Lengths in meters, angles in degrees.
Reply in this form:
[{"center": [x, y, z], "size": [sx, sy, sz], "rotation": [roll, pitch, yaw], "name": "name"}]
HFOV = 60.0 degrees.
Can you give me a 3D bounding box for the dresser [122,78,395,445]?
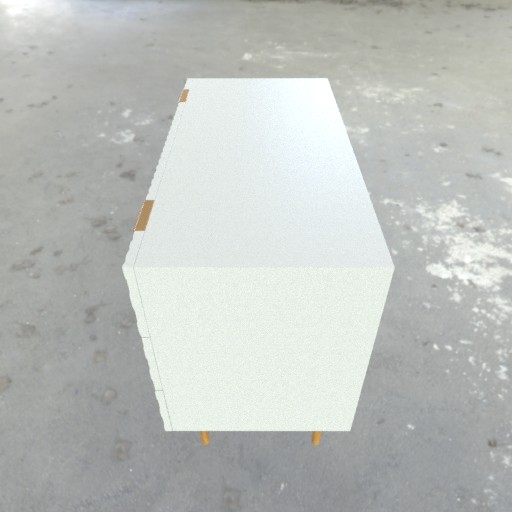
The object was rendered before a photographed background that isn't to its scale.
[{"center": [0.000, 0.000, 1.306], "size": [0.457, 0.721, 0.905], "rotation": [0, 40, 0], "name": "dresser"}]
